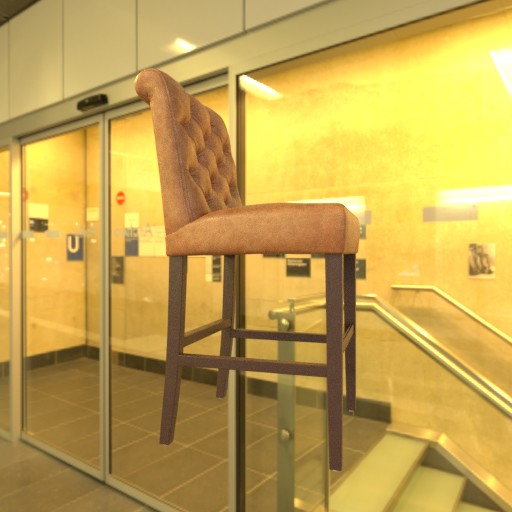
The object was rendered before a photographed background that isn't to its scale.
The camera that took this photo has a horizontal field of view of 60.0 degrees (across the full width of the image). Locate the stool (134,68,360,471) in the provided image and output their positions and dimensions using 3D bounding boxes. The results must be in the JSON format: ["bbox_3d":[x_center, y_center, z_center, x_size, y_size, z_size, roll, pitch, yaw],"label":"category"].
[{"bbox_3d":[0.000,0.000,1.370,0.601,1.047,0.493,0,0,17],"label":"stool"}]
